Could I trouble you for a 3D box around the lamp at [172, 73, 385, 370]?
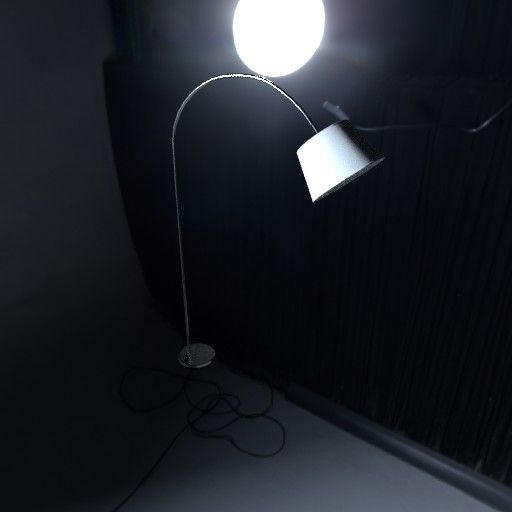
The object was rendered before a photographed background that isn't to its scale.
[{"bbox_3d":[0.000,0.000,2.758,1.445,2.098,0.406,17,30,32],"label":"lamp"}]
